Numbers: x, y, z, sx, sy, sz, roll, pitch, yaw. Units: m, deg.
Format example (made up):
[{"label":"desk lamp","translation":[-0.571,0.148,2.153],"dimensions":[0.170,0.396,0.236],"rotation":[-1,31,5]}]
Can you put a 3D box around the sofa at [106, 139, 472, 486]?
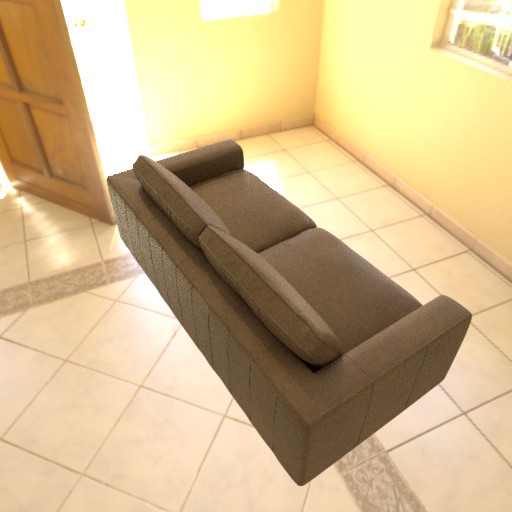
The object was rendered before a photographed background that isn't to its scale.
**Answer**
[{"label":"sofa","translation":[0.000,0.000,2.727],"dimensions":[1.070,0.801,2.262],"rotation":[-24,46,-25]}]
